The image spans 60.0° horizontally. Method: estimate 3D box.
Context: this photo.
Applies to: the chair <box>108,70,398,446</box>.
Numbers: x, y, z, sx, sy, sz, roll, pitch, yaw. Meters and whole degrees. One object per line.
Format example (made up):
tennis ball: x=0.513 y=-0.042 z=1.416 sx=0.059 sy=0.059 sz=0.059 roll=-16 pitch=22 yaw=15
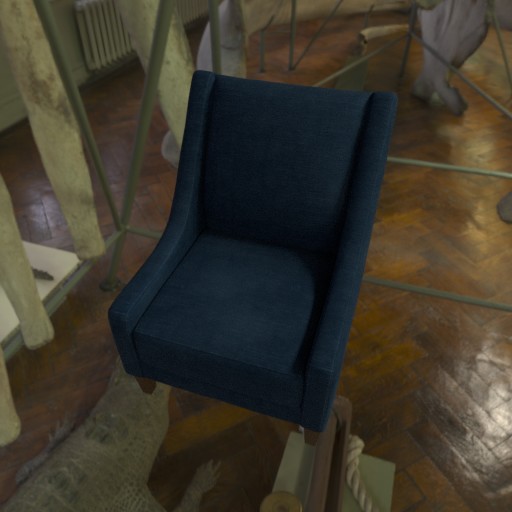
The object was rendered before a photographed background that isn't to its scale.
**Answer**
chair: x=0.000 y=0.000 z=1.625 sx=0.774 sy=1.014 sz=0.870 roll=12 pitch=42 yaw=14
